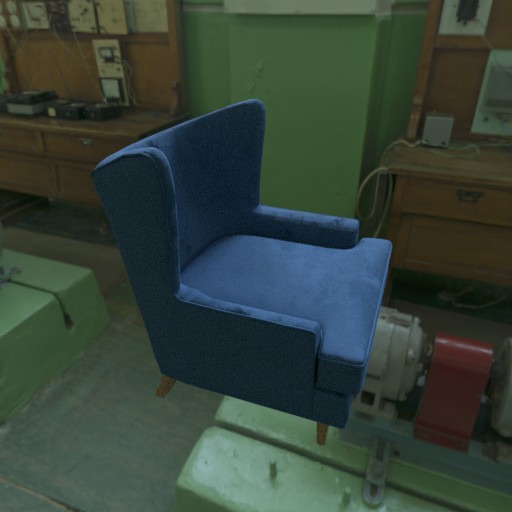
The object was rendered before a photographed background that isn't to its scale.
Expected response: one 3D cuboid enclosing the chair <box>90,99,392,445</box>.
[{"bbox_3d":[0.000,0.000,1.607,0.910,0.952,0.793,10,31,18],"label":"chair"}]
